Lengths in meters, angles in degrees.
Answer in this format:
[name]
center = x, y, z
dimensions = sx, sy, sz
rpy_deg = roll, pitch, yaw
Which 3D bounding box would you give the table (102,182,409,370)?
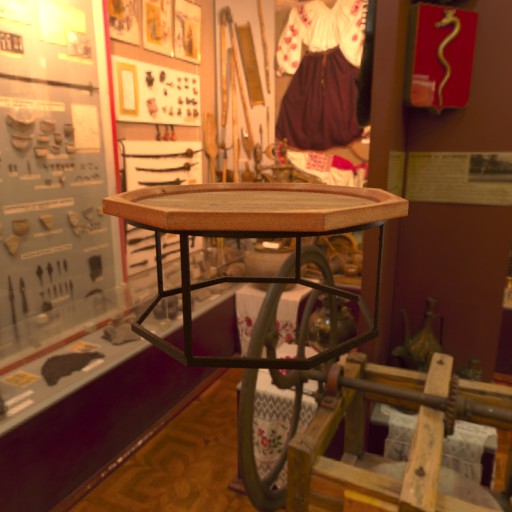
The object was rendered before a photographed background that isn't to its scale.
[table]
center = 0.000, 0.000, 1.572
dimensions = 1.002, 0.444, 1.002
rpy_deg = 0, 14, 0
